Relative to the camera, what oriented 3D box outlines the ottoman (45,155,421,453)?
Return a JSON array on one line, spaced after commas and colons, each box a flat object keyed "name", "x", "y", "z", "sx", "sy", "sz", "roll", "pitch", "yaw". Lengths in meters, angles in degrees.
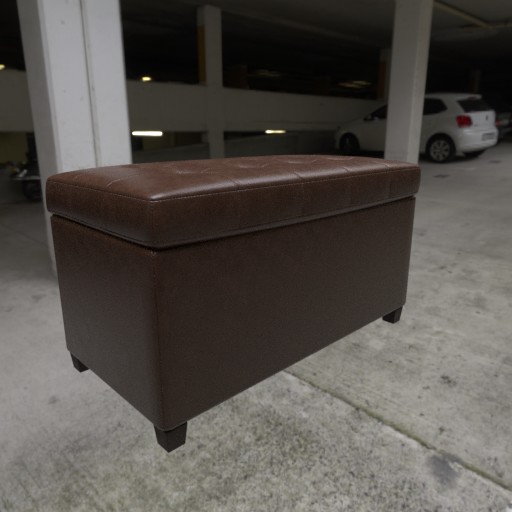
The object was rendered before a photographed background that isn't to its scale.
[{"name": "ottoman", "x": 0.000, "y": 0.000, "z": 1.111, "sx": 0.838, "sy": 0.470, "sz": 0.432, "roll": -15, "pitch": 22, "yaw": -42}]
